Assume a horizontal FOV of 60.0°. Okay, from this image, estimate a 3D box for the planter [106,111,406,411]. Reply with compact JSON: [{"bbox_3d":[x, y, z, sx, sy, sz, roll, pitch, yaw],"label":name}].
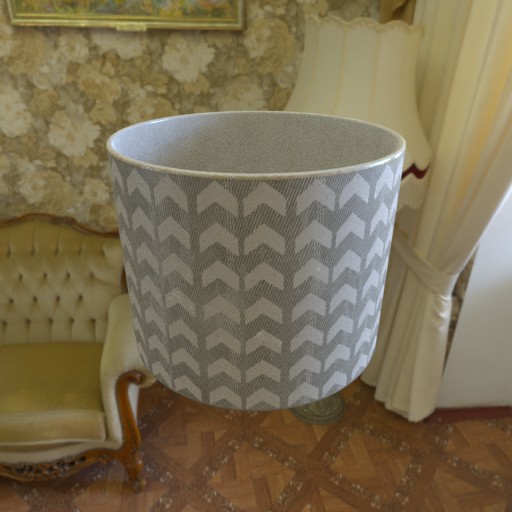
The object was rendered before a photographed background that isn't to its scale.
[{"bbox_3d":[0.000,0.000,0.439,0.250,0.239,0.250,0,27,0],"label":"planter"}]
